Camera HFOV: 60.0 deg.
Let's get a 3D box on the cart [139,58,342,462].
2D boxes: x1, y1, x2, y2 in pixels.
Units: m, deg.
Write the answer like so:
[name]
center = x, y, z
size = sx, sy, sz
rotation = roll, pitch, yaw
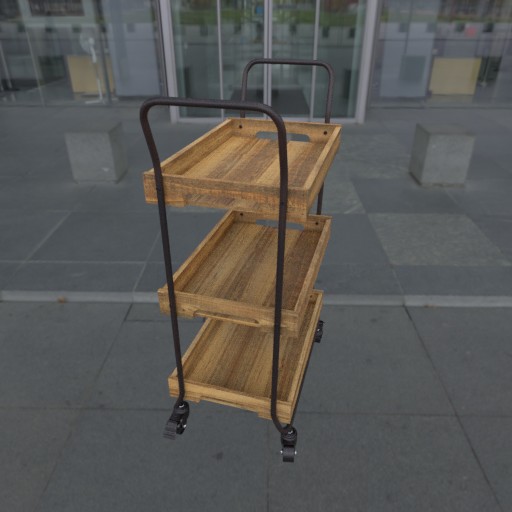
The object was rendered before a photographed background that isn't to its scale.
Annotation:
[cart]
center = 0.000, 0.000, 1.118
size = 0.339, 0.857, 0.583
rotation = 8, 31, 14
